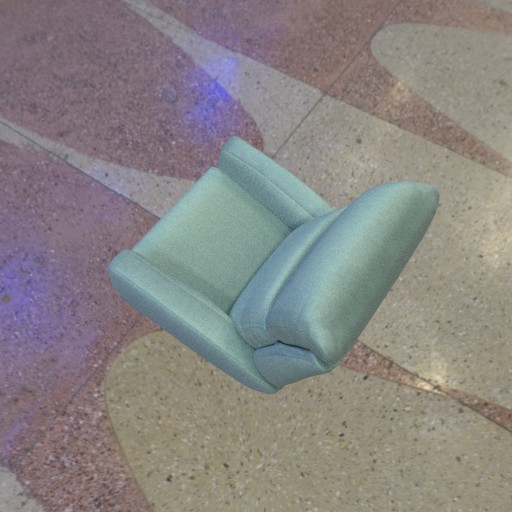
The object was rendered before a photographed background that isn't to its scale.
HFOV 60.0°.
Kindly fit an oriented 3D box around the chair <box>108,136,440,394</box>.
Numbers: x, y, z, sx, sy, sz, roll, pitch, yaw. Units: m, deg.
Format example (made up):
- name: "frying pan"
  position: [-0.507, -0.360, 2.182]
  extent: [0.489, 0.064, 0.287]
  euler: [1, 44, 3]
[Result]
- name: "chair"
  position: [0.000, 0.000, 1.690]
  extent: [0.940, 1.013, 0.812]
  euler: [34, 68, 15]
